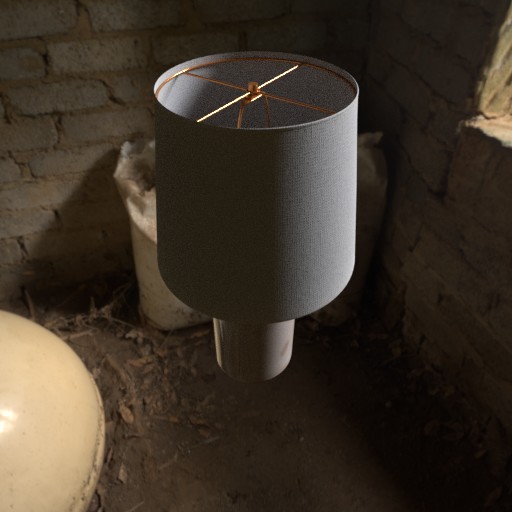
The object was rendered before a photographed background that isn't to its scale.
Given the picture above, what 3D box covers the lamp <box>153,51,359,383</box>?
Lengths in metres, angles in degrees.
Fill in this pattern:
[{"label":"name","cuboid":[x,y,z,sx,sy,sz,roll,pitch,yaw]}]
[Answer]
[{"label":"lamp","cuboid":[0.000,0.000,0.439,0.189,0.340,0.189,0,42,0]}]
